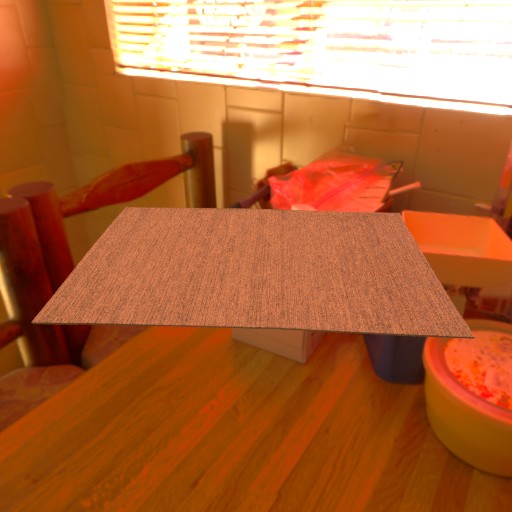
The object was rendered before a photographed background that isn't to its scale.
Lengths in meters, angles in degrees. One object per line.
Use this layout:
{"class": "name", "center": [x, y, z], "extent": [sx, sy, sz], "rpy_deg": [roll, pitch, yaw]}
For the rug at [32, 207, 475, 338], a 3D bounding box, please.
{"class": "rug", "center": [0.000, 0.000, 3.030], "extent": [2.338, 0.030, 1.616], "rpy_deg": [2, 29, 3]}
